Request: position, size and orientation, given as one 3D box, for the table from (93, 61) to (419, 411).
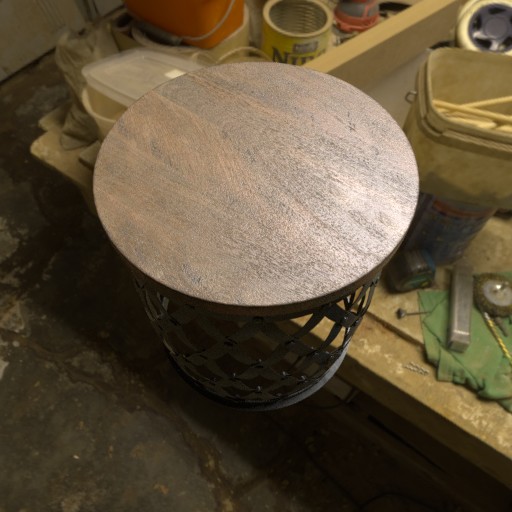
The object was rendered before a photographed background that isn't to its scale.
[{"bbox_3d":[0.000,0.000,0.749,0.405,0.454,0.405,0,58,0],"label":"table"}]
